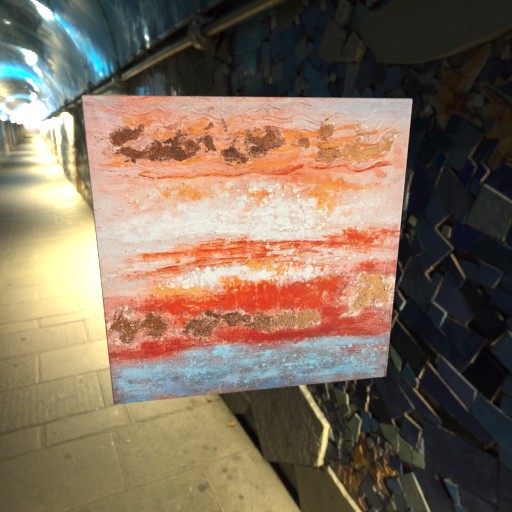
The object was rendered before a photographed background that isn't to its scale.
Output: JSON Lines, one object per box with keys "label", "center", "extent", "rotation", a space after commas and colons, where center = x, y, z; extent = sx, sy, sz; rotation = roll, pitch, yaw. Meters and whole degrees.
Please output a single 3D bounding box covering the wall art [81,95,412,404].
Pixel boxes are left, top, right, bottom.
{"label": "wall art", "center": [0.000, 0.000, 1.106], "extent": [0.747, 0.747, 0.035], "rotation": [-3, 17, -10]}
